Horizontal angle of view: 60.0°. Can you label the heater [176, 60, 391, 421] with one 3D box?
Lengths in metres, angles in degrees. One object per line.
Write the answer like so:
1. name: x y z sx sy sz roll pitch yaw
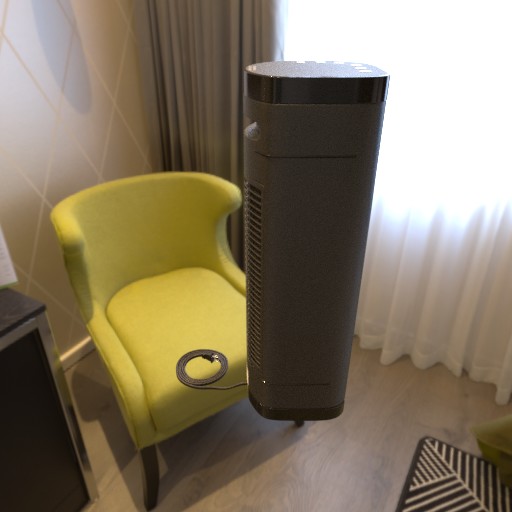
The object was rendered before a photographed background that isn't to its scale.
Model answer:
1. heater: 0.000 0.000 0.695 0.312 0.552 0.174 0 30 0
